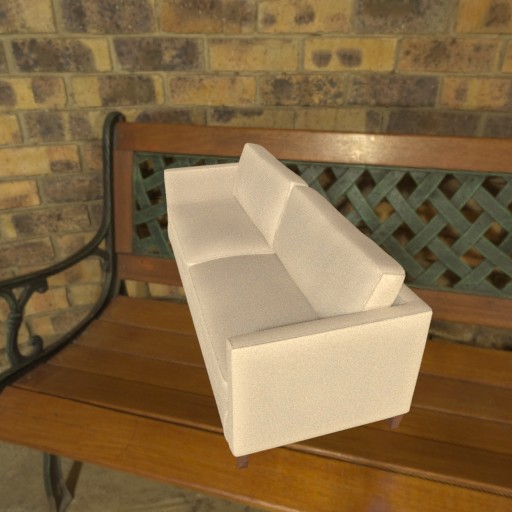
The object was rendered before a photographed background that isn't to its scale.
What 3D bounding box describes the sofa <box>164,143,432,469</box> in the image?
[{"bbox_3d":[0.000,0.000,2.924,0.951,0.968,2.361,-8,30,-14],"label":"sofa"}]
